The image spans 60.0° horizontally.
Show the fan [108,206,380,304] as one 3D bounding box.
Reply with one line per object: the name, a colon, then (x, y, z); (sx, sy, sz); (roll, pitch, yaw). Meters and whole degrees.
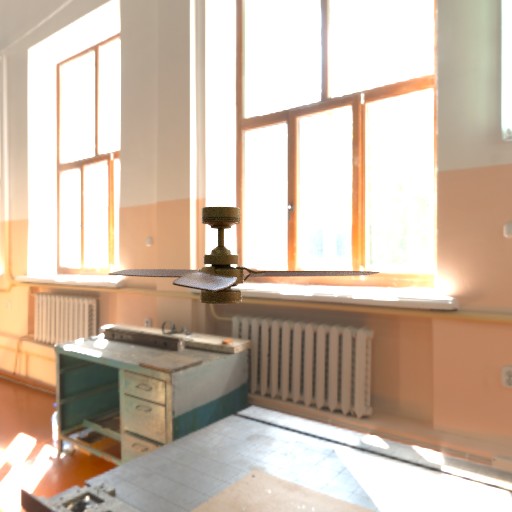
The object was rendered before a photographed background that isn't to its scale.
fan: (0.000, 0.000, 1.990); (1.271, 0.425, 1.416); (0, 0, -18)
